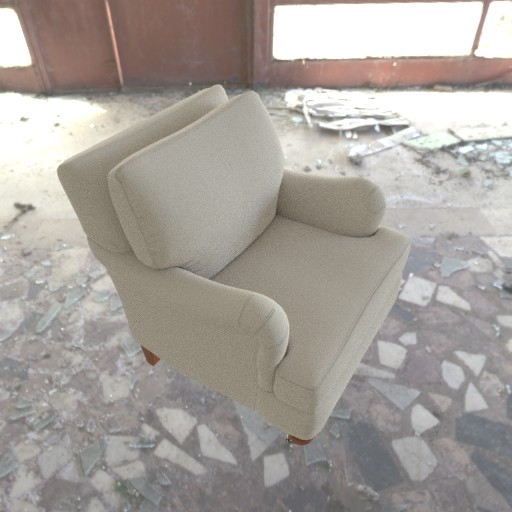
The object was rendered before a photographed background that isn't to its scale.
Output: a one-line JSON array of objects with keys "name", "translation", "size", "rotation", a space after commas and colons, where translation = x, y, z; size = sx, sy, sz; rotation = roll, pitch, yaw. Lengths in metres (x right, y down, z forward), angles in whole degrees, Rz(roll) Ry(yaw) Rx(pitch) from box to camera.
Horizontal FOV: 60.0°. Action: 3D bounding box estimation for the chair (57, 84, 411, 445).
[{"name": "chair", "translation": [0.000, 0.000, 1.845], "size": [1.070, 1.038, 0.955], "rotation": [24, 47, 24]}]
